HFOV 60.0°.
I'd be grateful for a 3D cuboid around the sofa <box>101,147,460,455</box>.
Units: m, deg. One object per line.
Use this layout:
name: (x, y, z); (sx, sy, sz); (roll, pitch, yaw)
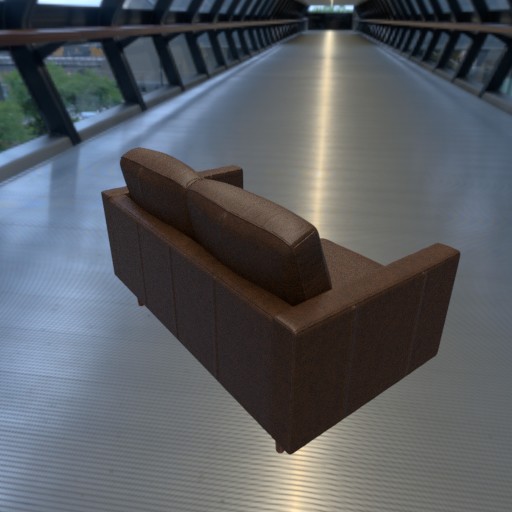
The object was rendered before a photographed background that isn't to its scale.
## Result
sofa: (0.000, 0.000, 2.164); (0.909, 0.951, 1.578); (-19, 33, -33)
